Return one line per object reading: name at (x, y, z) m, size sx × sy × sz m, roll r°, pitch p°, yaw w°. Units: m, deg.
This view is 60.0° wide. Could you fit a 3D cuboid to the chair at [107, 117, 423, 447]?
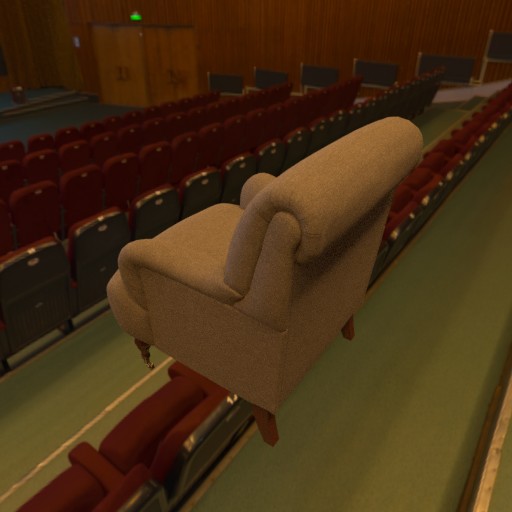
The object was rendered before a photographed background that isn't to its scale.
chair at (0.000, 0.000, 1.576) m, size 0.843 × 0.942 × 0.766 m, roll 20°, pitch 37°, yaw 29°
